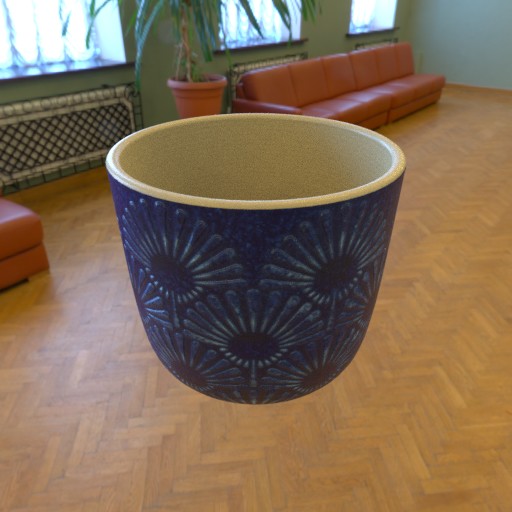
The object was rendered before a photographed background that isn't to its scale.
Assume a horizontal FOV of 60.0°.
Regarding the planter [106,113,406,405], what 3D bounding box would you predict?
[{"bbox_3d":[0.000,0.000,0.217,0.124,0.109,0.124,0,31,0],"label":"planter"}]
